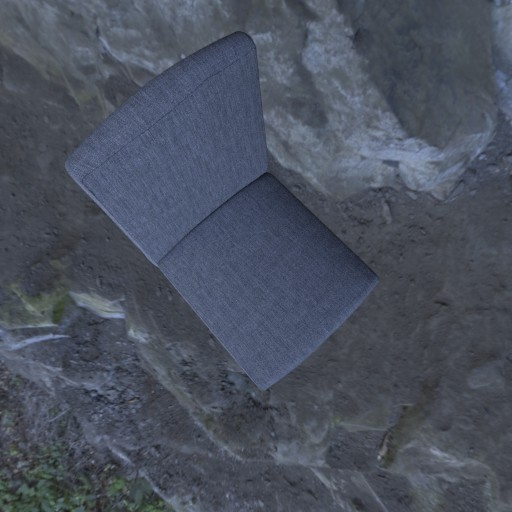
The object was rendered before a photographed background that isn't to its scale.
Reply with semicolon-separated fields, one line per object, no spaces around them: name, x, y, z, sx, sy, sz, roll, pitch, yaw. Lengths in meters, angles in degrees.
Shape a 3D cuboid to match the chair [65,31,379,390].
chair;0.000;0.000;1.197;0.451;0.917;0.580;-41;79;-10
